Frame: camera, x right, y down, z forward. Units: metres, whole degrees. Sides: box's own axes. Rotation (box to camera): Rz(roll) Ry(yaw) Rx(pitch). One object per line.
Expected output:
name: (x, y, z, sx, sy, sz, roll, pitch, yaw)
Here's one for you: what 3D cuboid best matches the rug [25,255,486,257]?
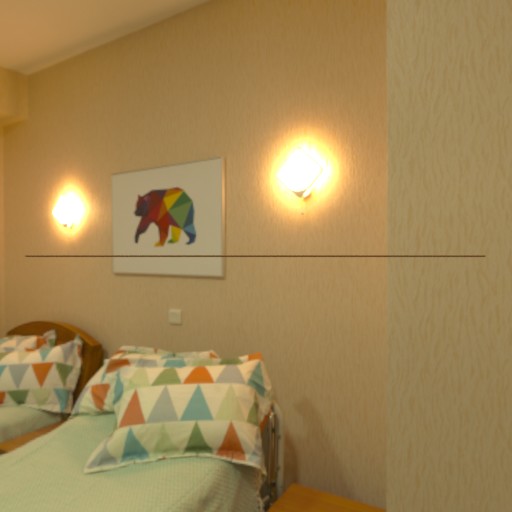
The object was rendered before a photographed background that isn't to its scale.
rug: (0.000, 0.000, 2.364, 1.829, 0.008, 1.219, 0, 0, 0)
